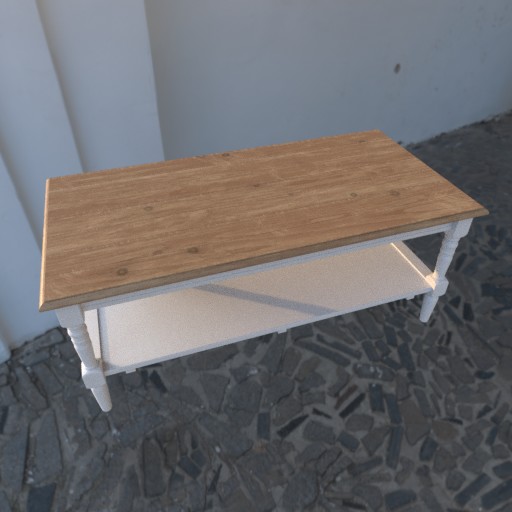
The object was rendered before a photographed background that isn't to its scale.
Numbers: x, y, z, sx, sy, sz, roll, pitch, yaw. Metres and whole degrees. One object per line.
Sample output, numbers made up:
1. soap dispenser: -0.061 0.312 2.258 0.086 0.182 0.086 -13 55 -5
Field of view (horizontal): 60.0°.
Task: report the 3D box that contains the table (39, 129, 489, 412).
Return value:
1. table: 0.000 0.000 1.378 1.118 0.458 0.559 -12 41 -14
